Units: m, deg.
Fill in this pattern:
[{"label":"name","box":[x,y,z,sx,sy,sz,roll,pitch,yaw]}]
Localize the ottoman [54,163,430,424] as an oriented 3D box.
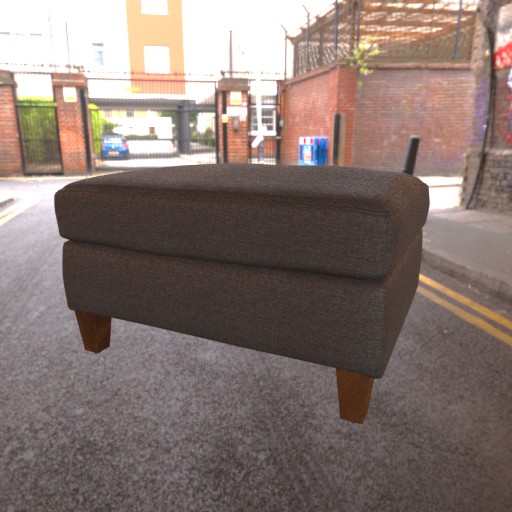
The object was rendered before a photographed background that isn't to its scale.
[{"label":"ottoman","box":[0.000,0.000,1.217,0.826,0.496,0.639,7,16,25]}]
